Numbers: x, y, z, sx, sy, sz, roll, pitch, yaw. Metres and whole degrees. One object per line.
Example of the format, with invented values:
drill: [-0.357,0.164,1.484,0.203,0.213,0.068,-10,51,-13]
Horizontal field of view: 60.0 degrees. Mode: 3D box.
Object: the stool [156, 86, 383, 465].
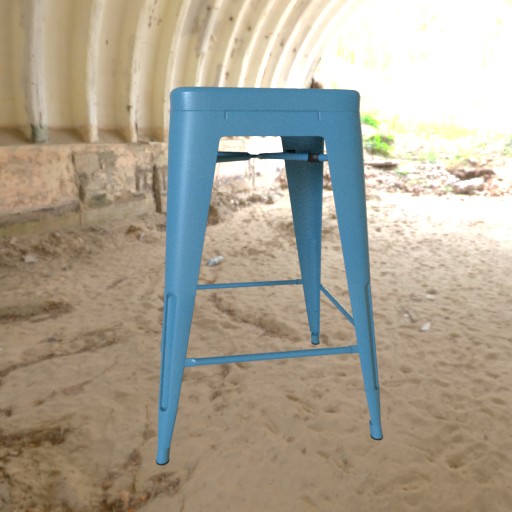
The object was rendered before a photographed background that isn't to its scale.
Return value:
stool: [0.000,0.000,0.891,0.410,0.608,0.410,-3,15,-9]
